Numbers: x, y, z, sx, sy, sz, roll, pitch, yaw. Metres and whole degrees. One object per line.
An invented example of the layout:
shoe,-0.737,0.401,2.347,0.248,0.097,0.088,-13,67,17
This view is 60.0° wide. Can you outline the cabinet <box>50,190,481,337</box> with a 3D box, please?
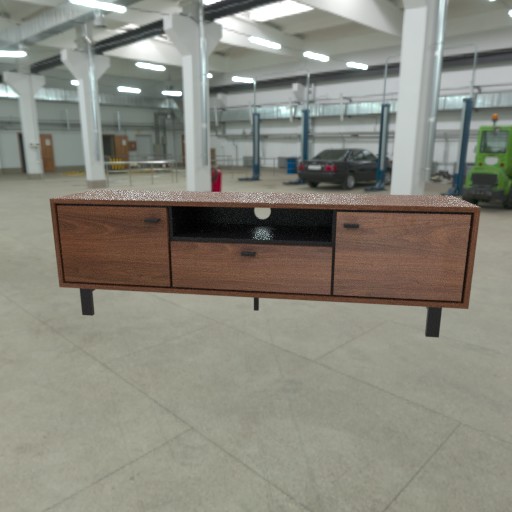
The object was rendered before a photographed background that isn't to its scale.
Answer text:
cabinet,0.000,0.000,1.901,1.650,0.500,0.400,2,14,9
